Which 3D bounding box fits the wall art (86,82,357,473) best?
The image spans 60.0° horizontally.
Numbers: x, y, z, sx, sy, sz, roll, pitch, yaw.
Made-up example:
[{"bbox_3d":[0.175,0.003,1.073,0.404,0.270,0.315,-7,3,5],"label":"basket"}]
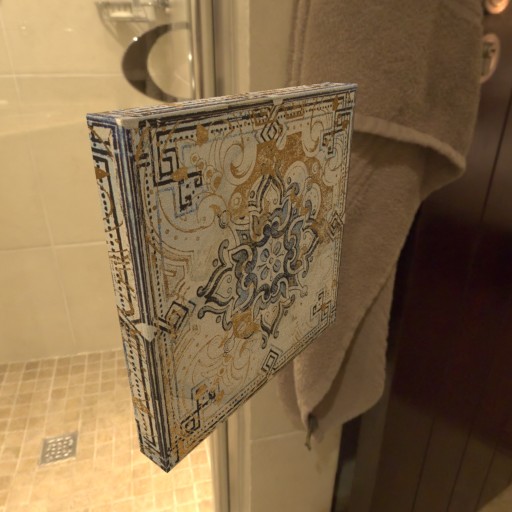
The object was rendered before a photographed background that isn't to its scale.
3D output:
[{"bbox_3d":[0.000,0.000,0.445,0.038,0.306,0.302,19,32,34],"label":"wall art"}]
